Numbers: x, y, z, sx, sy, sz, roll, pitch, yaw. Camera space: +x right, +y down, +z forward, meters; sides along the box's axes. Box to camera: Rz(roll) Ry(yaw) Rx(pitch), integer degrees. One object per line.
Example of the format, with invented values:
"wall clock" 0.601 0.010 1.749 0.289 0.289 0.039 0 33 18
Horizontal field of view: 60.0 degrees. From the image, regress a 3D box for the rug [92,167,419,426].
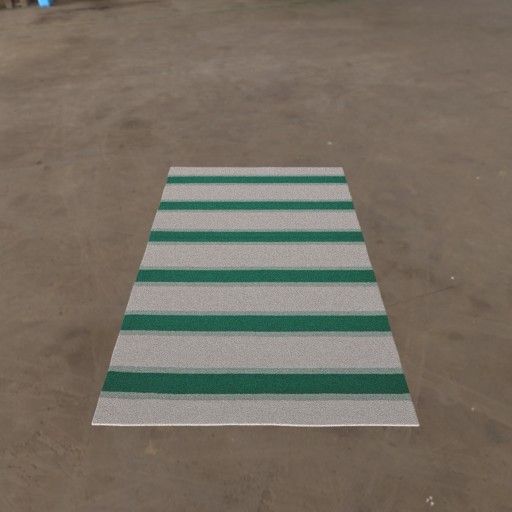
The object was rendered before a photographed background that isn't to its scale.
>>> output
"rug" 0.000 0.000 2.978 1.521 0.015 2.436 0 40 0
